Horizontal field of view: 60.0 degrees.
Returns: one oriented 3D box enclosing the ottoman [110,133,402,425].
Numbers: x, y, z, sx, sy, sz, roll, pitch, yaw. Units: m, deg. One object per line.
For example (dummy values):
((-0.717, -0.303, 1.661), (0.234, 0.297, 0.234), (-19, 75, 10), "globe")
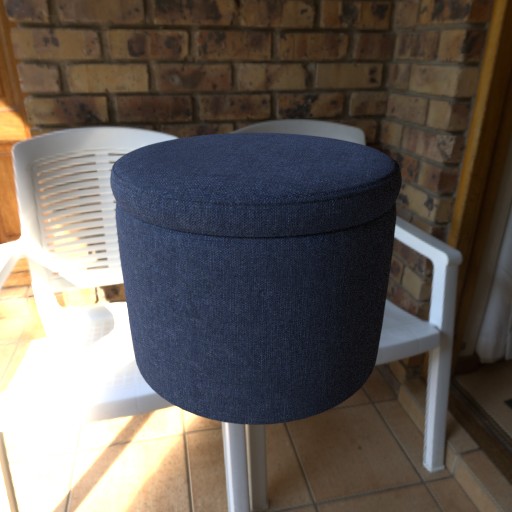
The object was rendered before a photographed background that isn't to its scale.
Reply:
((0.000, 0.000, 0.893), (0.520, 0.430, 0.520), (0, 25, 0), "ottoman")
